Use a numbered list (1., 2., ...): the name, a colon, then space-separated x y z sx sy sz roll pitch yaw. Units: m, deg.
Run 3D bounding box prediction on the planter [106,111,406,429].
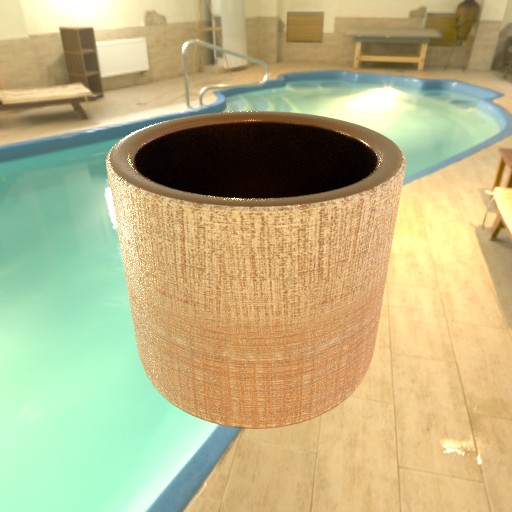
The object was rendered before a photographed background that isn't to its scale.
1. planter: 0.000 0.000 0.188 0.109 0.096 0.109 0 32 0
